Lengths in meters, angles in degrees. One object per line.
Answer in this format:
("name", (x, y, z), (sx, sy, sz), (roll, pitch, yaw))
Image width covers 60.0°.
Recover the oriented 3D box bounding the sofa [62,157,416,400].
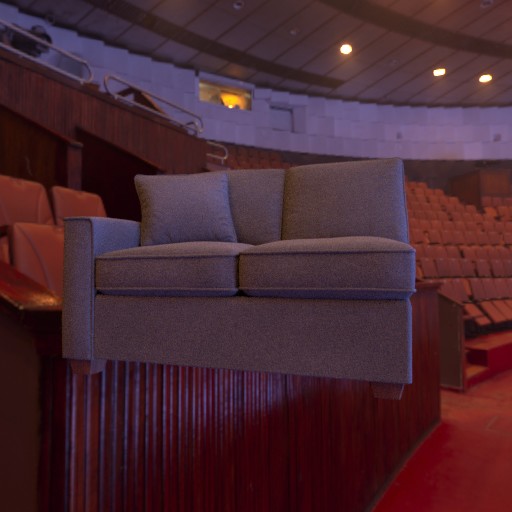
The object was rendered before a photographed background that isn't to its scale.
("sofa", (0.000, 0.000, 2.062), (1.388, 0.989, 0.991), (-1, -2, 17))
